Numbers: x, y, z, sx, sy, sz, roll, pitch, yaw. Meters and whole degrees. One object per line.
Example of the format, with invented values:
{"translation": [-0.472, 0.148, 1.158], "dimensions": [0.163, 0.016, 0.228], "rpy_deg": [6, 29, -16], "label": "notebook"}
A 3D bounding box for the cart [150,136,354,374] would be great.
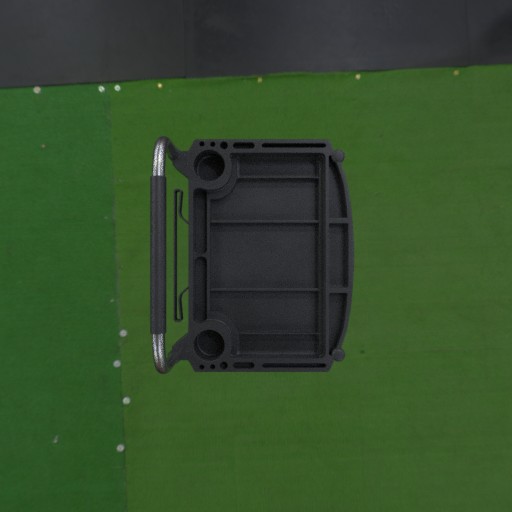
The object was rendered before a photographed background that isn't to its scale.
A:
{"translation": [0.000, 0.000, 1.414], "dimensions": [0.518, 1.075, 0.584], "rpy_deg": [0, 90, 0], "label": "cart"}
